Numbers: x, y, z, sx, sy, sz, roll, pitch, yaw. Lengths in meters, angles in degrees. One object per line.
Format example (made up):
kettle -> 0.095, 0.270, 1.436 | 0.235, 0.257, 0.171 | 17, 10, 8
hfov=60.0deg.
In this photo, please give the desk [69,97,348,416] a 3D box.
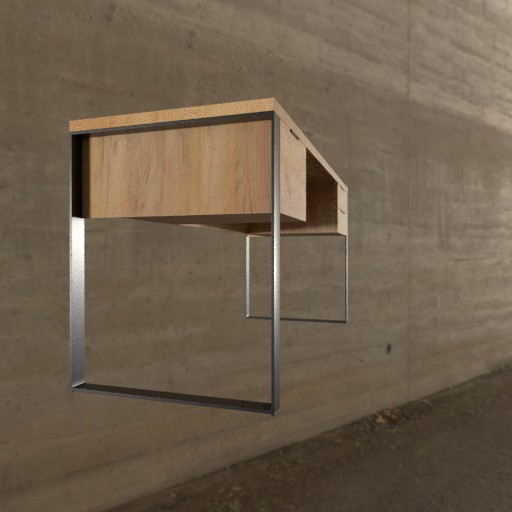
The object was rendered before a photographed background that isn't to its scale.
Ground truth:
desk -> 0.000, 0.000, 1.869 | 0.600, 0.760, 1.520 | 0, 0, 18
